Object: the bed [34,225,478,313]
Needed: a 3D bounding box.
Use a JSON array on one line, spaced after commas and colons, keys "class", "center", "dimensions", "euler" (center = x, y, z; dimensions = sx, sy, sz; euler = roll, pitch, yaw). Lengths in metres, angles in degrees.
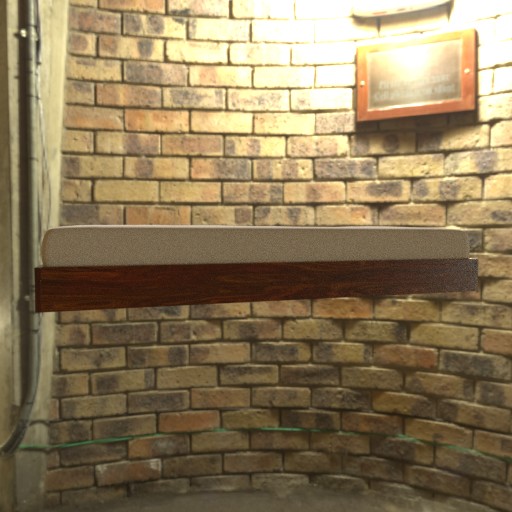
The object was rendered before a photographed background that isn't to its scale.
[{"class": "bed", "center": [0.000, 0.000, 2.204], "dimensions": [1.860, 0.312, 0.940], "euler": [-1, 3, -19]}]
